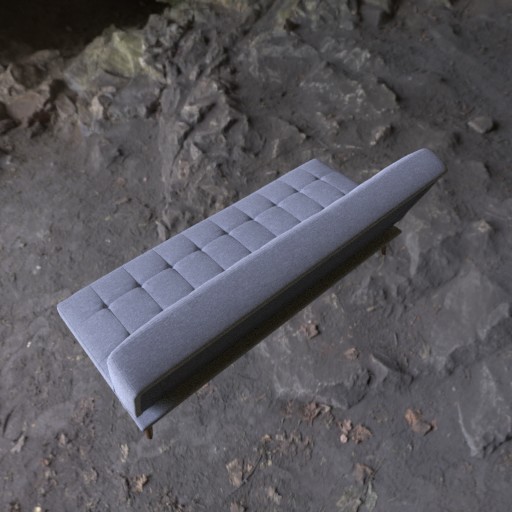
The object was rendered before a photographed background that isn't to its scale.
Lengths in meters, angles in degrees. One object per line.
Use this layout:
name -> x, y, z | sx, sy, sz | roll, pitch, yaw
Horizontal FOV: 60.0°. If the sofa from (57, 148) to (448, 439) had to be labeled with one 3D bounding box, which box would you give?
sofa -> 0.000, 0.000, 2.240 | 1.800, 0.810, 0.860 | -33, 56, -27
